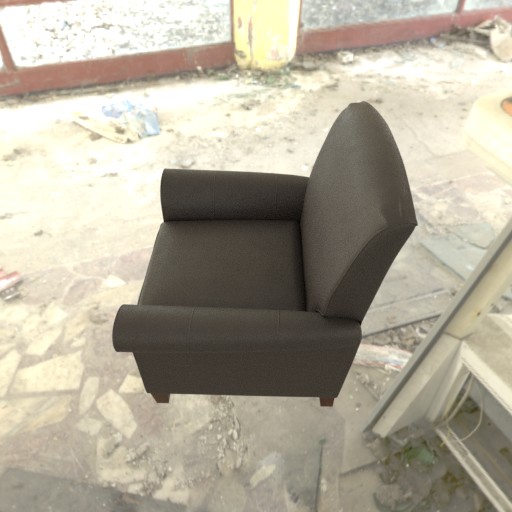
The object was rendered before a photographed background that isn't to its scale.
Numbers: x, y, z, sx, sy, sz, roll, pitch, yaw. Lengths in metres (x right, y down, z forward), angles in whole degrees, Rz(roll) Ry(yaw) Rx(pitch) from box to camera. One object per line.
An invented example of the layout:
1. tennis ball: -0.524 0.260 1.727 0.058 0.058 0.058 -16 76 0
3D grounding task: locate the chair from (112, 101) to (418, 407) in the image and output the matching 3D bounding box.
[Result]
1. chair: 0.000 0.000 1.768 0.902 1.061 0.978 1 43 1
